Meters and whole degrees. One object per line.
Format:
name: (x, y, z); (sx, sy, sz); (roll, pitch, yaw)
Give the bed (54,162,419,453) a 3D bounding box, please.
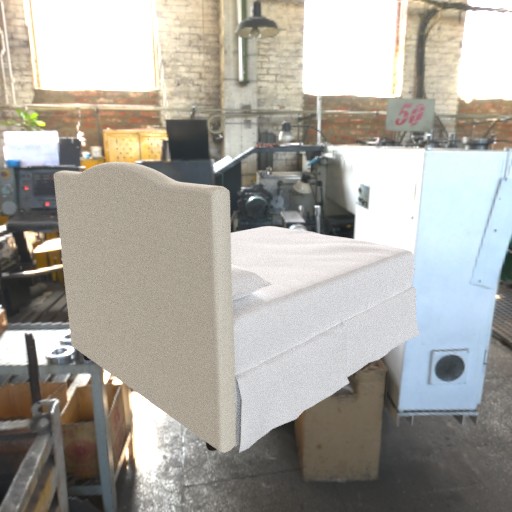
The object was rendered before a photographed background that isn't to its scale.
bed: (0.000, 0.000, 3.335); (1.741, 1.449, 2.196); (14, 20, 42)
